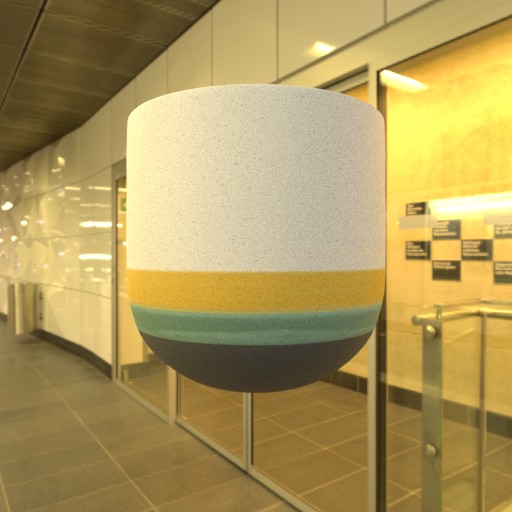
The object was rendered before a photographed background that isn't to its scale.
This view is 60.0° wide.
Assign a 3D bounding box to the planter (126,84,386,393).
[{"bbox_3d":[0.000,0.000,0.478,0.268,0.270,0.268,0,0,0],"label":"planter"}]
